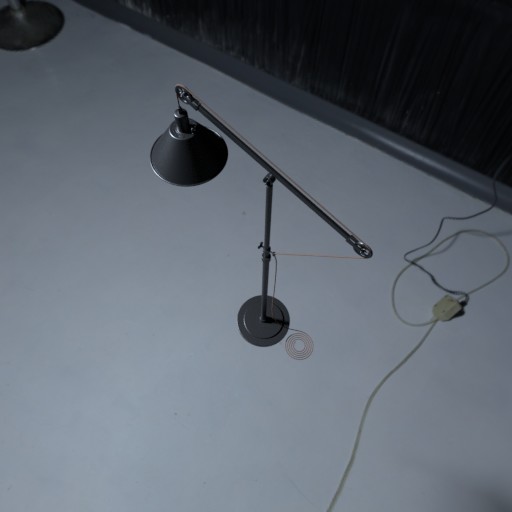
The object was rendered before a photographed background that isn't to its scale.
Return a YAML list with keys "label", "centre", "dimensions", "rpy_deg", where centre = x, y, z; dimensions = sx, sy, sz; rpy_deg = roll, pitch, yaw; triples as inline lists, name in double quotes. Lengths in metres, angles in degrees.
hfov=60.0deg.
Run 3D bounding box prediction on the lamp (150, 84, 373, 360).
- label: "lamp"
  centre: [0.000, 0.000, 1.981]
  dimensions: [0.904, 1.626, 0.319]
  rpy_deg: [33, 68, 15]
